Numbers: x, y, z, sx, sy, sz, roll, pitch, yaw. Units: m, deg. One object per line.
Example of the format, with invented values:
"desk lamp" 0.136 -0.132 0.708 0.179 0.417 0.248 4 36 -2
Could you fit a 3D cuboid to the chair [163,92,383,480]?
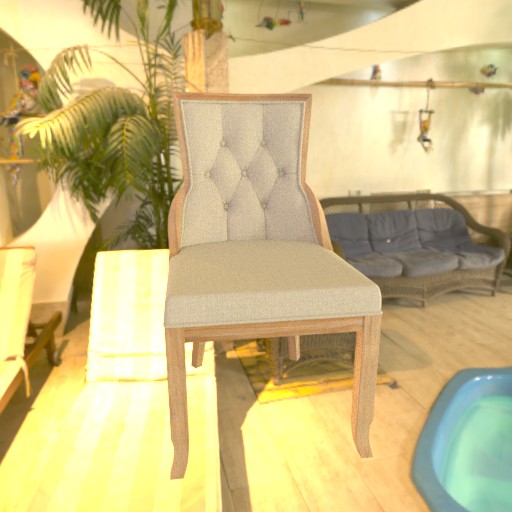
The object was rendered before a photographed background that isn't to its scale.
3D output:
"chair" 0.000 0.000 1.302 0.524 0.947 0.641 -2 16 -8
